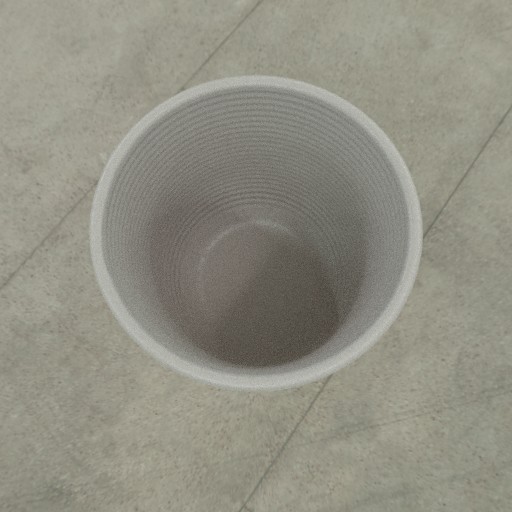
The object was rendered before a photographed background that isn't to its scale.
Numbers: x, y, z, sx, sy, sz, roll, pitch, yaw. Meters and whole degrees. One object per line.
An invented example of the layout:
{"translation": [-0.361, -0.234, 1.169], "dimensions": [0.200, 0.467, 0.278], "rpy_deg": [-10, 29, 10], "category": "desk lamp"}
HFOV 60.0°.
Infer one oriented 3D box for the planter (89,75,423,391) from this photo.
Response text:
{"translation": [0.000, 0.000, 0.297], "dimensions": [0.170, 0.152, 0.170], "rpy_deg": [0, 75, 0], "category": "planter"}
